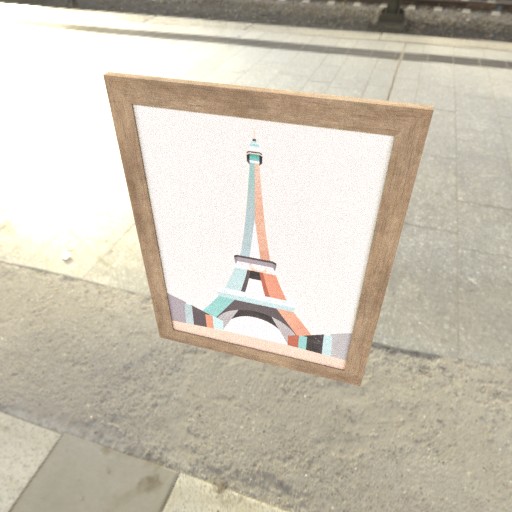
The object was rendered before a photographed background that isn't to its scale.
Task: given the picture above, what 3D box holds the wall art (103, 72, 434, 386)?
[{"bbox_3d":[0.000,0.000,0.918,0.534,0.686,0.018,11,41,13],"label":"wall art"}]
